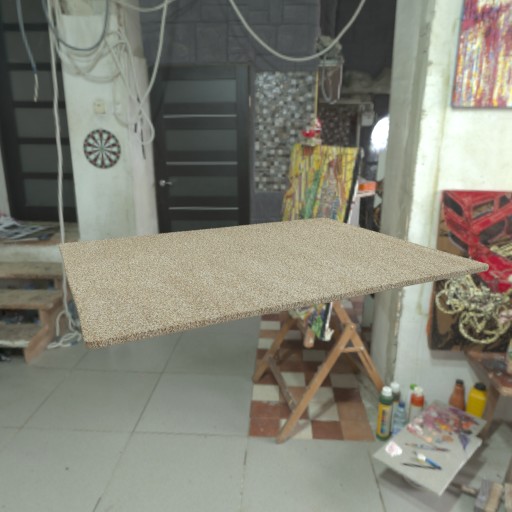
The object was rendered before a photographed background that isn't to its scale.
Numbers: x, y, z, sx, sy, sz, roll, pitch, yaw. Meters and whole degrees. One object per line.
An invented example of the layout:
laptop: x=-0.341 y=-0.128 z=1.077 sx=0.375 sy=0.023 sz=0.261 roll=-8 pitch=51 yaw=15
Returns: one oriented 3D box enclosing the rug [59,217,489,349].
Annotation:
rug: x=0.000 y=0.000 z=2.029 sx=1.600 sy=0.025 sz=1.199 roll=-8 pitch=17 yaw=-25
